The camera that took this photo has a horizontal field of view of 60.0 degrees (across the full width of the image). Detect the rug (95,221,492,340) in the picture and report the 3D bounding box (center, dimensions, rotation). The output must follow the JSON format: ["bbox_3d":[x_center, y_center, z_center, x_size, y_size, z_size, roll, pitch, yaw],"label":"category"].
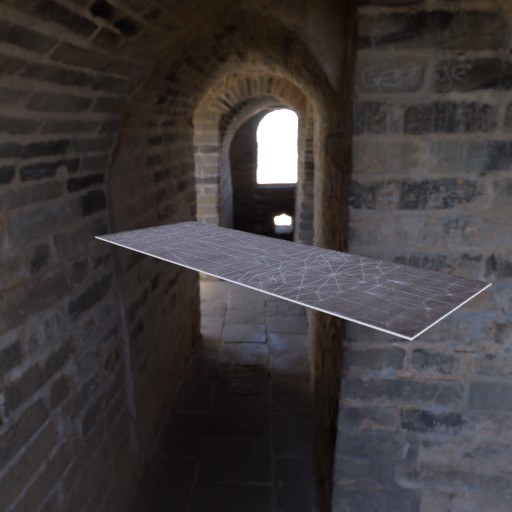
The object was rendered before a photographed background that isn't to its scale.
[{"bbox_3d":[0.000,0.000,2.680,2.388,0.012,0.864,14,21,42],"label":"rug"}]
